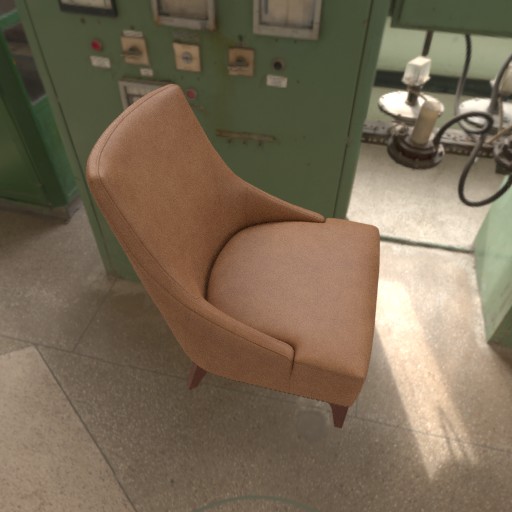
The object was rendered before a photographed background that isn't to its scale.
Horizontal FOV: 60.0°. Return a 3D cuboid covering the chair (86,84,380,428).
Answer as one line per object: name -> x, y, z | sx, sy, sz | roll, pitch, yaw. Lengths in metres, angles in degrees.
chair -> 0.000, 0.000, 1.520 | 0.861, 0.909, 0.701 | 10, 47, 10
